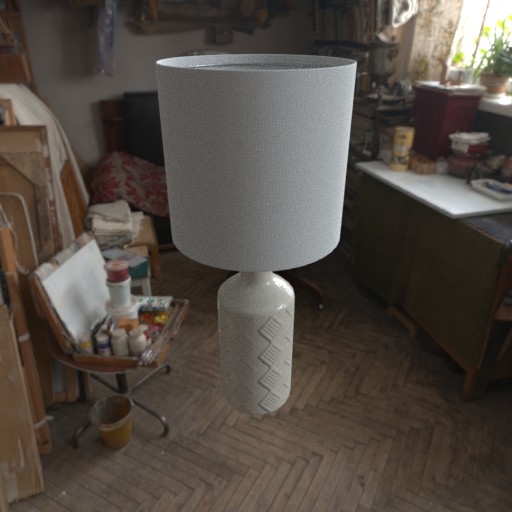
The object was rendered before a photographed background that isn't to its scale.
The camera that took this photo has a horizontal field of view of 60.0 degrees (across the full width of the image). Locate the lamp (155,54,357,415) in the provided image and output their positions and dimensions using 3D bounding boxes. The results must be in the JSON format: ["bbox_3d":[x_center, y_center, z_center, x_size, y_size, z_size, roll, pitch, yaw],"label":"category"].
[{"bbox_3d":[0.000,0.000,0.570,0.207,0.461,0.207,18,33,30],"label":"lamp"}]
